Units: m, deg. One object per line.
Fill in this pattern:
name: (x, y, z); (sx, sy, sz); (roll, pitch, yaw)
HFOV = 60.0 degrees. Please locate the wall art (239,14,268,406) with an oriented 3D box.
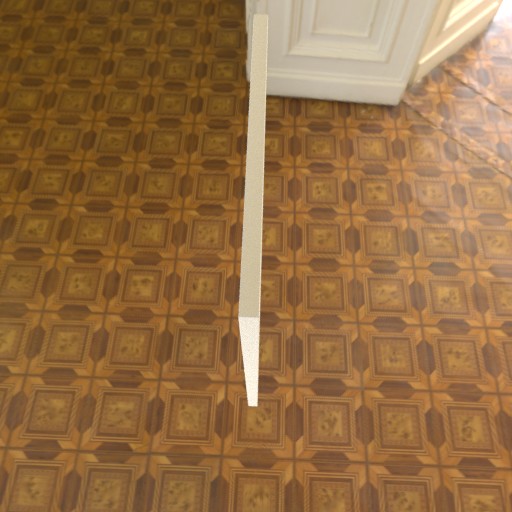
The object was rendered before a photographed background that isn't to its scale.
wall art: (0.000, 0.000, 0.607); (0.015, 0.477, 0.332); (2, 64, 1)
